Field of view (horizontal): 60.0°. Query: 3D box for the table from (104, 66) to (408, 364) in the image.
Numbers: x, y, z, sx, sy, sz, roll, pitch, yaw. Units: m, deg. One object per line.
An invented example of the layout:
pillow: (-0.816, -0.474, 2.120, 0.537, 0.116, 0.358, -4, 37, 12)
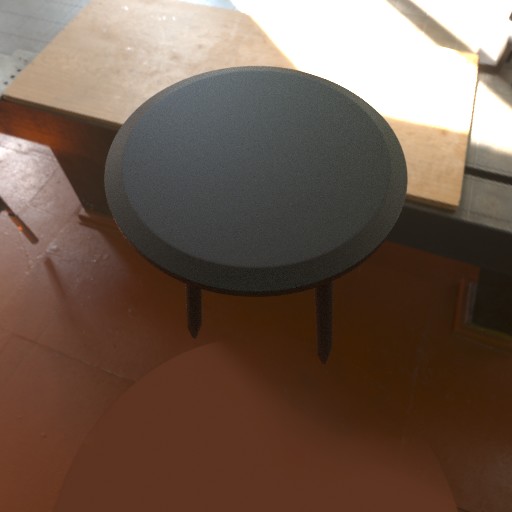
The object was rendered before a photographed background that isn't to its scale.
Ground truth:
table: (0.000, 0.000, 0.918, 0.457, 0.585, 0.457, 0, 58, 0)
